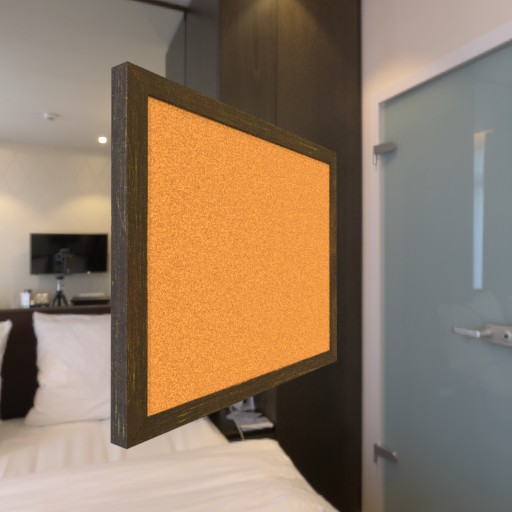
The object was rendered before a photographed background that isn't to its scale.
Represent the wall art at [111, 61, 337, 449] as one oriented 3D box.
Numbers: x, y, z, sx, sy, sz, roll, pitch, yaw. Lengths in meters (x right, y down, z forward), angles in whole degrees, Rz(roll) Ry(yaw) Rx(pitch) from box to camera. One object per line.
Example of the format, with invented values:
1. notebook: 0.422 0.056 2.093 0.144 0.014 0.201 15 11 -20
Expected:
1. wall art: 0.000 0.000 0.757 0.032 0.457 0.558 0 0 36
